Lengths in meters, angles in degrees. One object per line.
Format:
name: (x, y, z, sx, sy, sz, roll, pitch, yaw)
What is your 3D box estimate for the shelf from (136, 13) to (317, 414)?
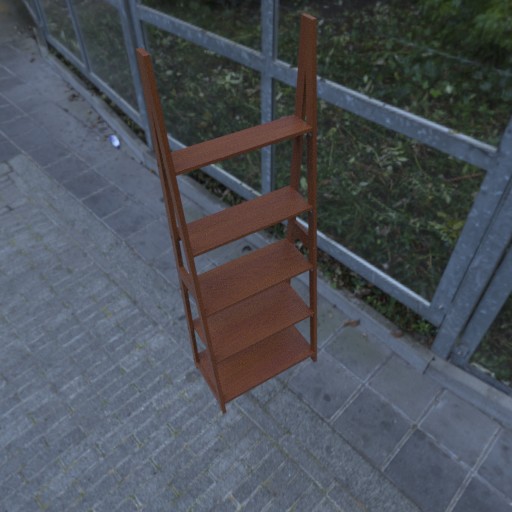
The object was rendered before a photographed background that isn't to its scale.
shelf: (0.000, 0.000, 1.962, 0.630, 1.780, 0.356, -23, 50, -21)
